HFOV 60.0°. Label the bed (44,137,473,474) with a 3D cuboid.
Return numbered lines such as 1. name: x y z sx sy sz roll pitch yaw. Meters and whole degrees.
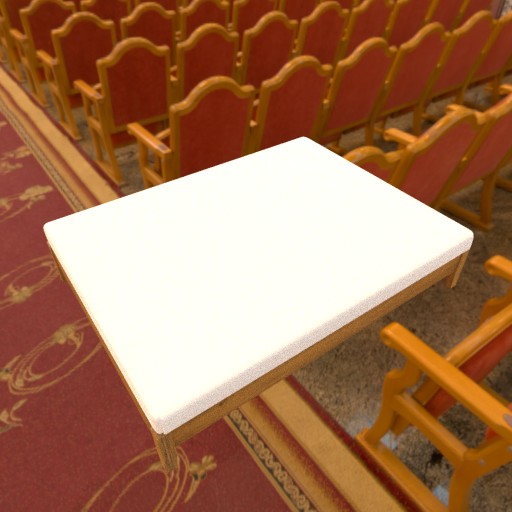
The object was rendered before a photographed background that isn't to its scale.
1. bed: 0.000 0.000 2.692 2.016 0.431 1.536 -25 47 -26
